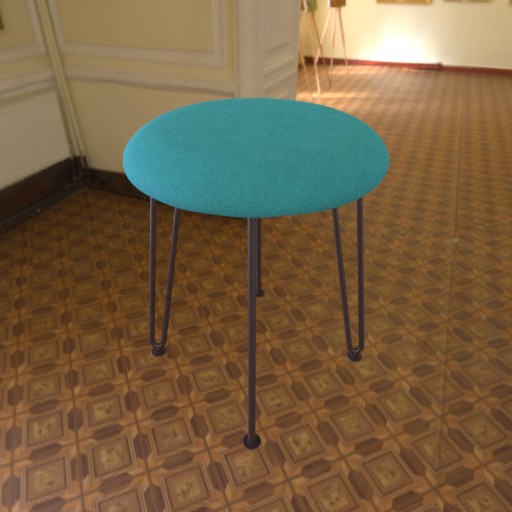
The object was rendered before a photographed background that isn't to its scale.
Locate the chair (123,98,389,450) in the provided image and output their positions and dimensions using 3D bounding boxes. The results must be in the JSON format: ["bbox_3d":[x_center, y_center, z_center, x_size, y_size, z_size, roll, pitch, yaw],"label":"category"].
[{"bbox_3d":[0.000,0.000,0.695,0.350,0.430,0.350,21,39,29],"label":"chair"}]
